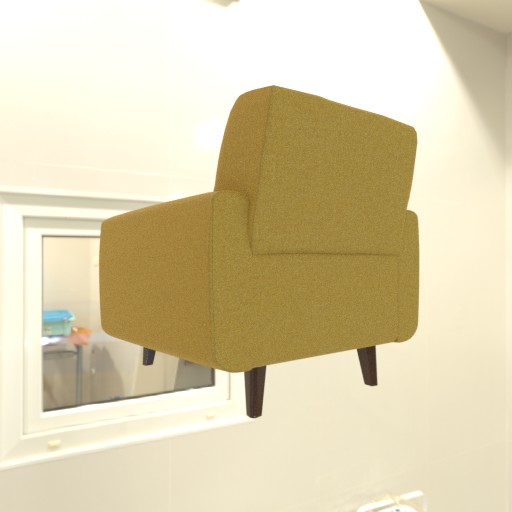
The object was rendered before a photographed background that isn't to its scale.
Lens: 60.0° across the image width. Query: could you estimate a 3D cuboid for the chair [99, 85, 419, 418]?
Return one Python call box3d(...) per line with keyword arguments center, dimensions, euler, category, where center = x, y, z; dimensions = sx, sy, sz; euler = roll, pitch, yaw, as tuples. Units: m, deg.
box3d(center=(0.000, 0.000, 1.557), dimensions=(0.831, 0.841, 0.909), euler=(0, 0, -37), category="chair")
